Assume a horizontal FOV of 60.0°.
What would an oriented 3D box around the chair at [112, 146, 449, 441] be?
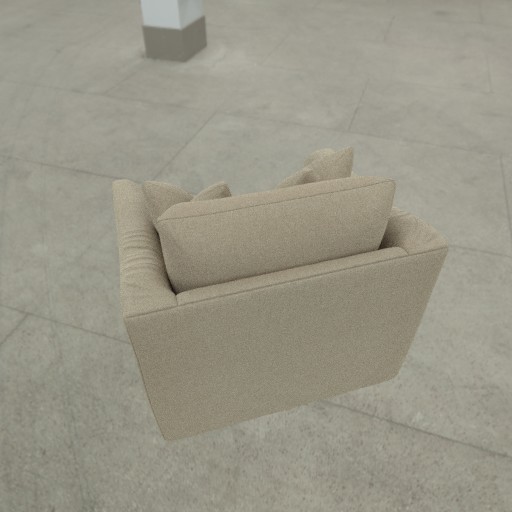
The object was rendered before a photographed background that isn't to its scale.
[{"bbox_3d":[0.000,0.000,2.080,1.194,1.093,1.071,-11,44,-12],"label":"chair"}]
